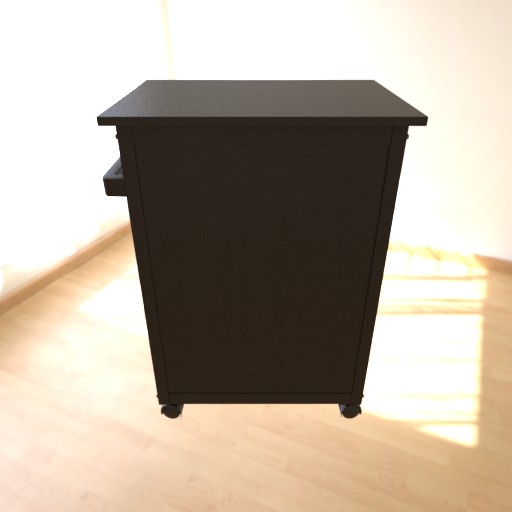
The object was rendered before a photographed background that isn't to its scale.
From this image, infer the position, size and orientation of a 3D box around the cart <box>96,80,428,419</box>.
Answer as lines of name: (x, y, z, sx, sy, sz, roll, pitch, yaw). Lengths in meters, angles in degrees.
cart: (0.000, 0.000, 1.265, 0.660, 0.879, 0.456, 0, 30, 0)
